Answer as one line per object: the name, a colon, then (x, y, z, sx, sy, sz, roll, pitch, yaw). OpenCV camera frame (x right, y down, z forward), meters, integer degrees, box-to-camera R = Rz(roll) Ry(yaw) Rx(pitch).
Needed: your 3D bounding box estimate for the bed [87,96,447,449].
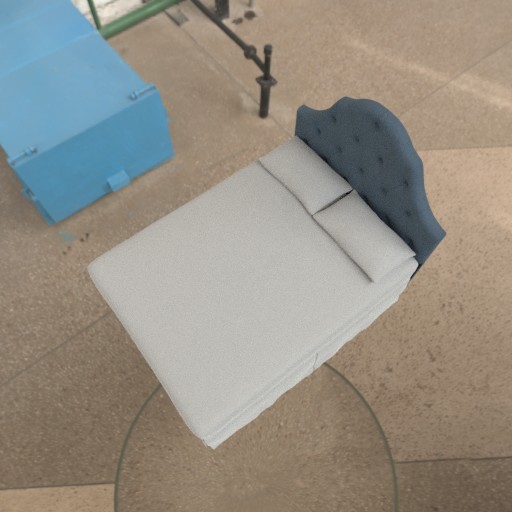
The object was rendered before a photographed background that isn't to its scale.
bed: (0.000, 0.000, 3.243, 2.155, 1.575, 1.636, -34, 68, -16)
